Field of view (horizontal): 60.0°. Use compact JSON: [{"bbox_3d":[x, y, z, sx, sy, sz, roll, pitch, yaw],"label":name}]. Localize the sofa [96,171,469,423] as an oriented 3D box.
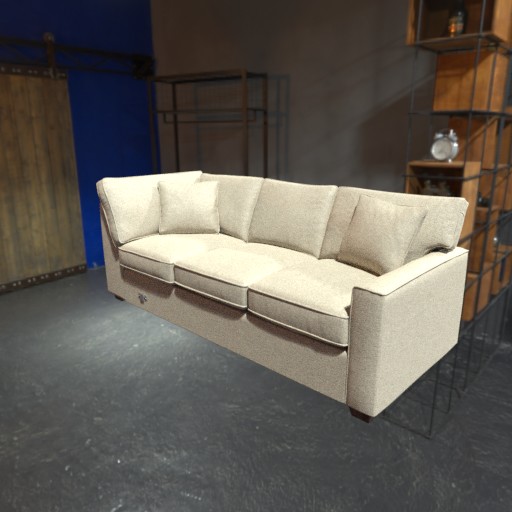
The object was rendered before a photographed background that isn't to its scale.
[{"bbox_3d":[0.000,0.000,2.911,2.323,0.948,1.053,14,21,42],"label":"sofa"}]
